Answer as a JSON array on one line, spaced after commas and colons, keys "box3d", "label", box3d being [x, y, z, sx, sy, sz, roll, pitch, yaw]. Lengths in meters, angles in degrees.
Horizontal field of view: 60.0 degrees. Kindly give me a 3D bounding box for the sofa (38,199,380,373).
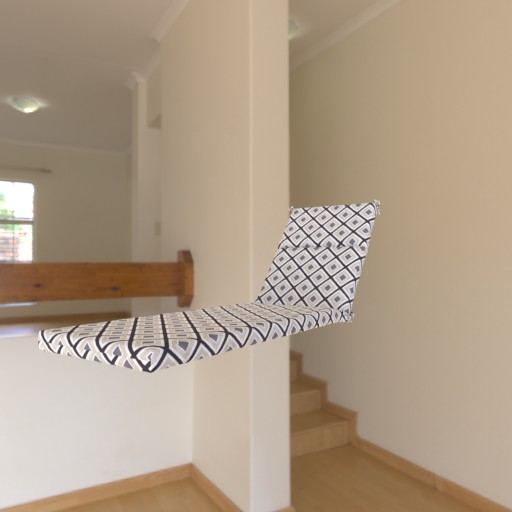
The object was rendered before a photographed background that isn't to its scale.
[{"box3d": [0.000, 0.000, 1.914, 0.582, 0.622, 1.663, -1, -1, 34], "label": "sofa"}]
